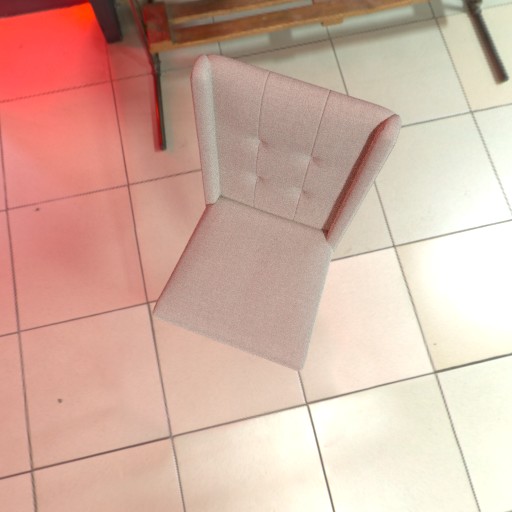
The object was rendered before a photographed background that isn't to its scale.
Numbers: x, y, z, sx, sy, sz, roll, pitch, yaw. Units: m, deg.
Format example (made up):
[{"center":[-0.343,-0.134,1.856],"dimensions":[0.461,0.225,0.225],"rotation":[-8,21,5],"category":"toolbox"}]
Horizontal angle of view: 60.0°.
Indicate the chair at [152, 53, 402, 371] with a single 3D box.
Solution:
[{"center":[0.000,0.000,1.281],"dimensions":[0.474,0.961,0.523],"rotation":[19,77,5],"category":"chair"}]
